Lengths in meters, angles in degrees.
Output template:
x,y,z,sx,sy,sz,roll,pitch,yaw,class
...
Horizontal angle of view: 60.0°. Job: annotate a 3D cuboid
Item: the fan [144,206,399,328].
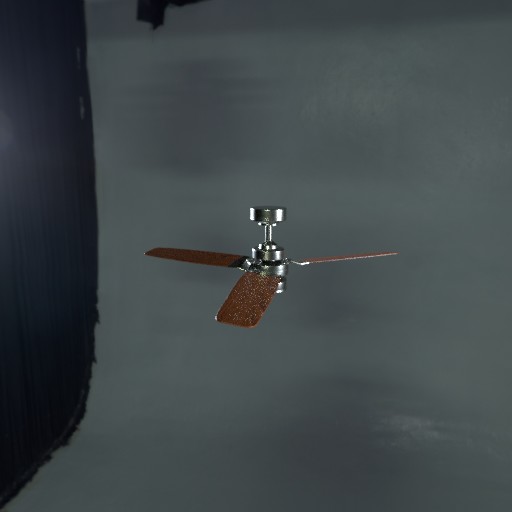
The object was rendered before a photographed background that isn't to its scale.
x,y,z,sx,sy,sz,roll,pitch,yaw,class
0.000,0.000,2.029,1.416,0.410,1.271,2,13,10,fan
